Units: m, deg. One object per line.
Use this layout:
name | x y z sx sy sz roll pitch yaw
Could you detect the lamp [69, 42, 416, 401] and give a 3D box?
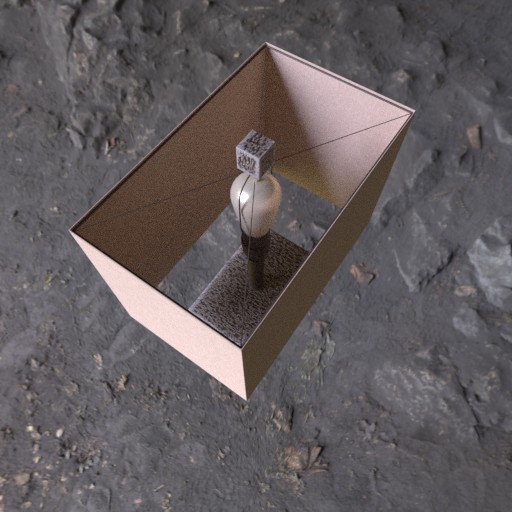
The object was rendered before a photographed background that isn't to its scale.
lamp | 0.000 0.000 0.562 0.180 0.411 0.294 32 67 16
